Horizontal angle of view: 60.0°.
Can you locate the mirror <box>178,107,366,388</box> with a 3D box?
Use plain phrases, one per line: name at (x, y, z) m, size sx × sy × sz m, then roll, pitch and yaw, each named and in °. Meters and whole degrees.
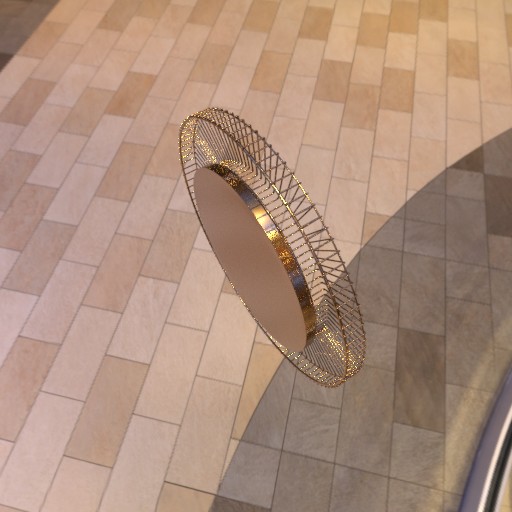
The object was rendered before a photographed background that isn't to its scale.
mirror at (0.000, 0.000, 1.067) m, size 0.067 × 0.703 × 0.703 m, roll -29°, pitch 63°, yaw -16°
